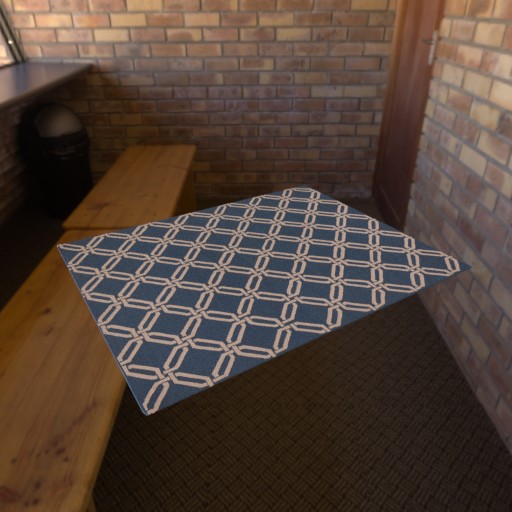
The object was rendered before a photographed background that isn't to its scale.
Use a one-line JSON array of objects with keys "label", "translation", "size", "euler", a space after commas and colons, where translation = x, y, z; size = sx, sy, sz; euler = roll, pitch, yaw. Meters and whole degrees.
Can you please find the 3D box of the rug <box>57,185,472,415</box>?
[{"label": "rug", "translation": [0.000, 0.000, 3.877], "size": [2.867, 0.020, 2.277], "euler": [-18, 34, -28]}]
